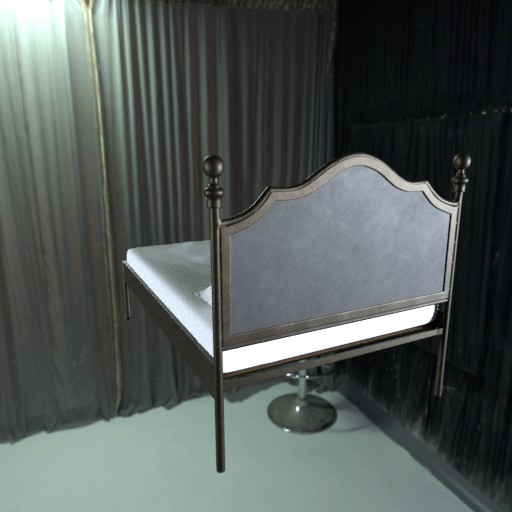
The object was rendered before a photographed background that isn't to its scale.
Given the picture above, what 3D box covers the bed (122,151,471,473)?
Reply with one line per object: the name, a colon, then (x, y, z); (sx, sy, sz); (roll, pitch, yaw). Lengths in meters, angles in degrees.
bed: (0.000, 0.000, 3.146); (1.533, 1.462, 2.170); (-7, 16, -26)
